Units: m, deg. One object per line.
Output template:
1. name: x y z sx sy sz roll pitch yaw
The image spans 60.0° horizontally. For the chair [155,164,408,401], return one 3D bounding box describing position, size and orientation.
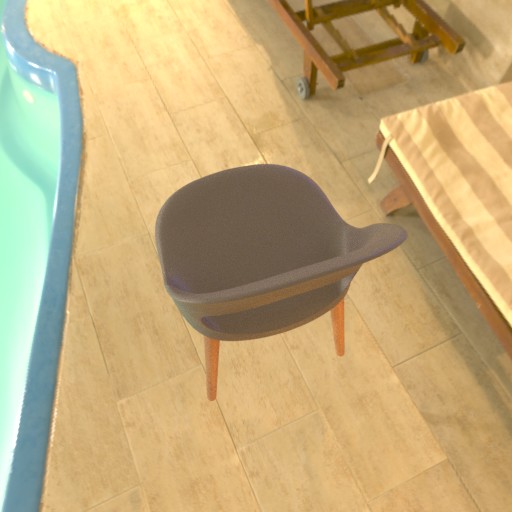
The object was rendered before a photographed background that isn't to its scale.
1. chair: 0.000 0.000 1.128 0.470 0.795 0.556 -16 62 -9
